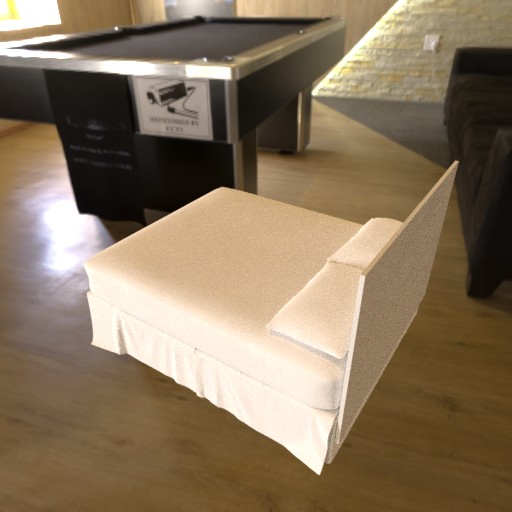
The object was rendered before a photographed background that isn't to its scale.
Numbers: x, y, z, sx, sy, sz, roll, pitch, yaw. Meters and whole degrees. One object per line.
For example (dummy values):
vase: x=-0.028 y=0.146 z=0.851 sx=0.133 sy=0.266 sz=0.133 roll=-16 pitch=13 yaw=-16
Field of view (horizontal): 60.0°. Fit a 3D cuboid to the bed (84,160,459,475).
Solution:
bed: x=0.000 y=0.000 z=3.184 sx=2.094 sy=1.335 sz=1.745 roll=20 pitch=37 yaw=28
